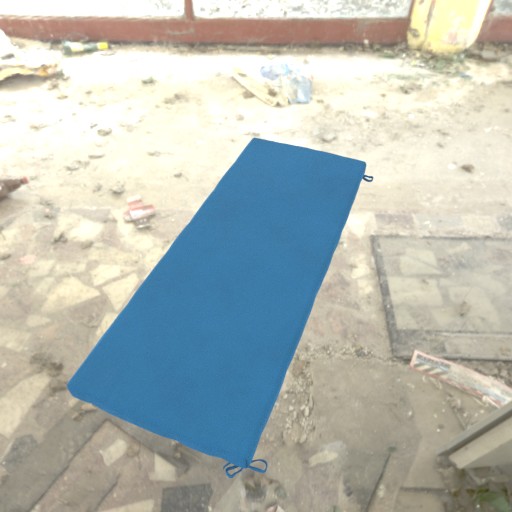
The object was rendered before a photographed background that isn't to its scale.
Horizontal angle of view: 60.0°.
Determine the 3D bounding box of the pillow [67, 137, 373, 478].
[{"bbox_3d":[0.000,0.000,1.333,0.492,0.081,1.187,16,49,15],"label":"pillow"}]
